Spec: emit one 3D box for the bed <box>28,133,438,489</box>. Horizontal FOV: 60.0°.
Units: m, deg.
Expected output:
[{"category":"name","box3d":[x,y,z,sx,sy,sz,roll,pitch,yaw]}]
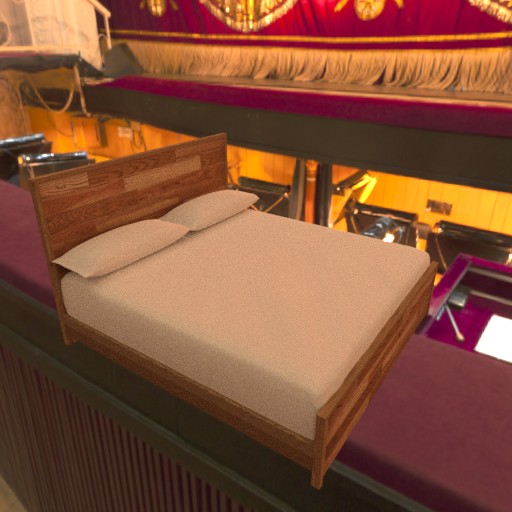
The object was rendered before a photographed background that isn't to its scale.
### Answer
[{"category":"bed","box3d":[0.000,0.000,3.316,2.184,1.295,2.013,17,30,31]}]
